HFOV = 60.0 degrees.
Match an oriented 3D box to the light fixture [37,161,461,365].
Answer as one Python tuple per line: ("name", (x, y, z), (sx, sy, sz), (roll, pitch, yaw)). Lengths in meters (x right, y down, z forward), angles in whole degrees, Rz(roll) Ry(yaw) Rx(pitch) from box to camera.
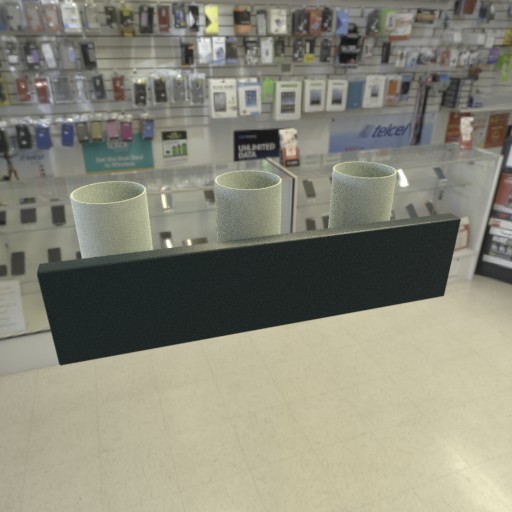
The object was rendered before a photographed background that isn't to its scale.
("light fixture", (0.000, 0.000, 0.535), (0.451, 0.172, 0.145), (-8, 27, -15))
